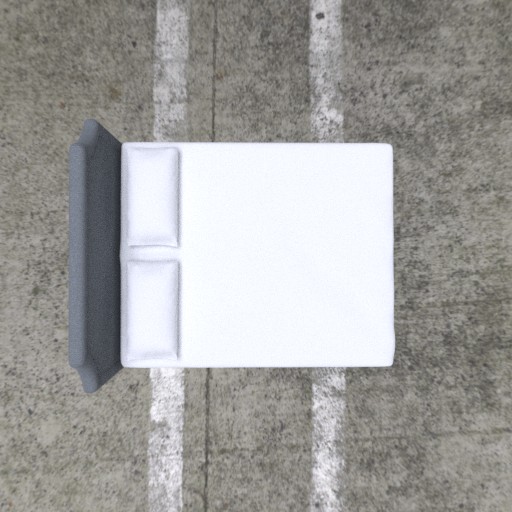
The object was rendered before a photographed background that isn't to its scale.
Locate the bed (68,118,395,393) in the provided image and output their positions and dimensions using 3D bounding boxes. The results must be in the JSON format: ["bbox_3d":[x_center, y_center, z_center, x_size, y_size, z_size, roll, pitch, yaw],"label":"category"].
[{"bbox_3d":[0.000,0.000,3.298,2.259,1.296,1.811,0,90,-1],"label":"bed"}]
